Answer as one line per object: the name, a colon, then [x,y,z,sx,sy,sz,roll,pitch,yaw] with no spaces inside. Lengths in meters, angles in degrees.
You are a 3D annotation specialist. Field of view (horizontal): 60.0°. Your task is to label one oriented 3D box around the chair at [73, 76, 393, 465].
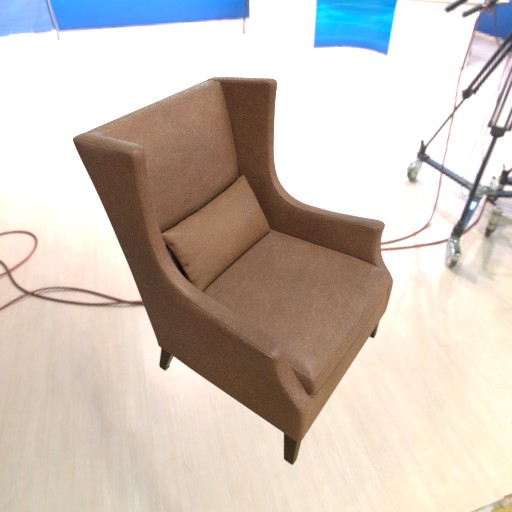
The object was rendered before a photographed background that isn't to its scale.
chair: [0.000,0.000,1.713,0.913,1.088,0.815,24,46,26]
